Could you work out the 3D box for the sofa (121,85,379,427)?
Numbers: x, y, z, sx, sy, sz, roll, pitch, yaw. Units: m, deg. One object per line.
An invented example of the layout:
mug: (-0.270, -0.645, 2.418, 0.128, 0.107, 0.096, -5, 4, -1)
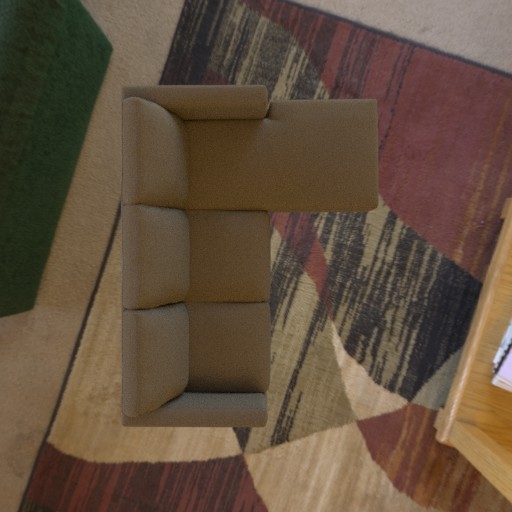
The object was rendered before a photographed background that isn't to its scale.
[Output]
sofa: (0.000, 0.000, 2.856, 1.591, 0.897, 2.031, 0, 90, 1)
